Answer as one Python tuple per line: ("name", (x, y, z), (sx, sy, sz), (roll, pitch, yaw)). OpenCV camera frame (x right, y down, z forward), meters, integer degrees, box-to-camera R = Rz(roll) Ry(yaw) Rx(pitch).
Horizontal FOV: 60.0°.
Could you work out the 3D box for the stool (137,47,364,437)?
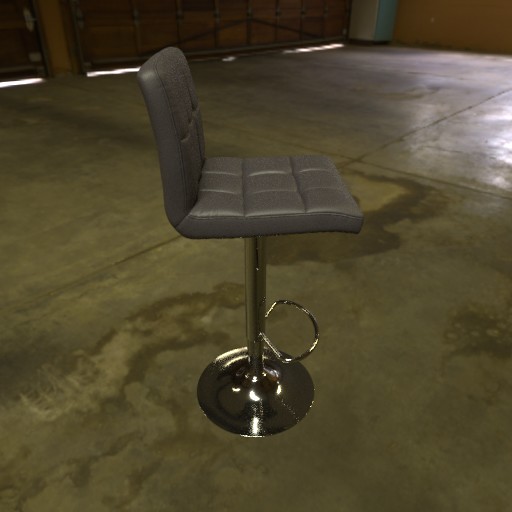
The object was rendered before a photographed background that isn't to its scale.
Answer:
("stool", (0.000, 0.000, 1.330), (0.505, 1.115, 0.430), (-1, 30, -2))
